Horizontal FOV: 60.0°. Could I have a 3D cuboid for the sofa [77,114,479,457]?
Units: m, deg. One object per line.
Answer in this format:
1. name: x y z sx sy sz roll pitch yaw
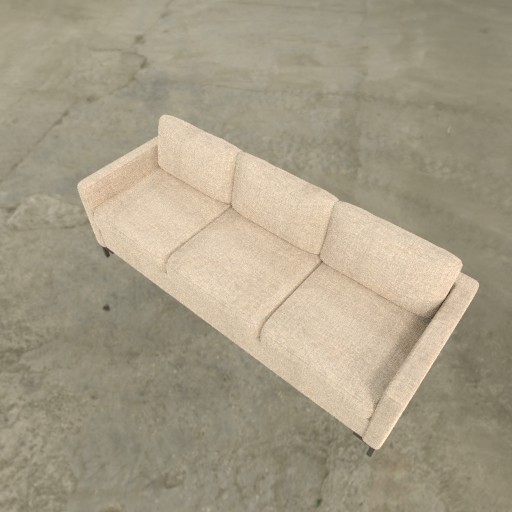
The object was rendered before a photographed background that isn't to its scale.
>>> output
1. sofa: 0.000 0.000 2.623 2.218 0.874 0.859 32 55 25
